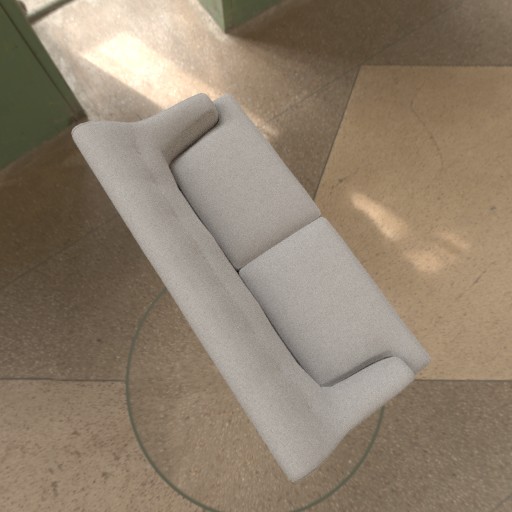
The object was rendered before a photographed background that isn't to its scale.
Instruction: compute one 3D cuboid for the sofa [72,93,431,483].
[{"bbox_3d":[0.000,0.000,2.498,0.978,0.871,2.057,-33,78,-8],"label":"sofa"}]
